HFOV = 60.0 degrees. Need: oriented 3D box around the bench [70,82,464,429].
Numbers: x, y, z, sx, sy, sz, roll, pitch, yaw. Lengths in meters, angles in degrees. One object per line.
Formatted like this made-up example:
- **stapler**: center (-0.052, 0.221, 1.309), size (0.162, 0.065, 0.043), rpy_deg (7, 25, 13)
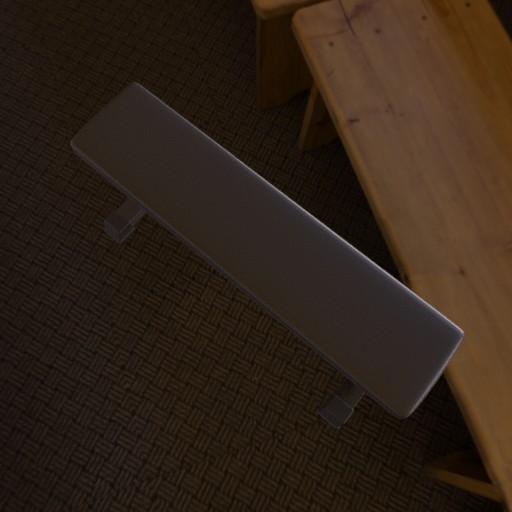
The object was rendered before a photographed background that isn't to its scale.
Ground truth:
- **bench**: center (0.000, 0.000, 1.283), size (1.072, 0.453, 0.439), rpy_deg (39, 78, 10)
